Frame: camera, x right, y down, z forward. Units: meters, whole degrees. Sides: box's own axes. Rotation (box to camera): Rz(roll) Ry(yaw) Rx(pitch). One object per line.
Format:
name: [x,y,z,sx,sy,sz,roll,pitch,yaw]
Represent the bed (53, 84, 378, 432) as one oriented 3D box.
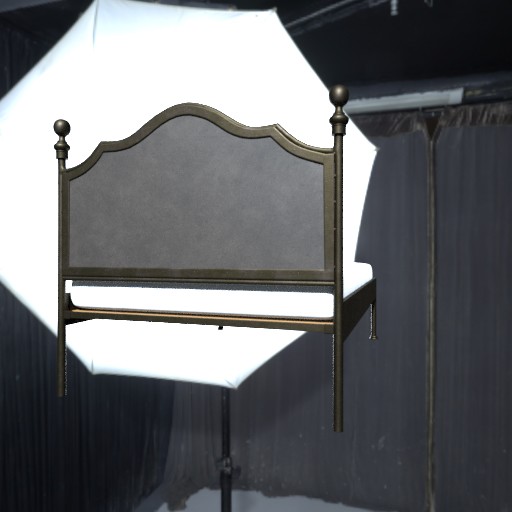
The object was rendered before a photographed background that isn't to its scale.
bed: [0.000,0.000,3.087,1.533,1.462,2.170,0,0,19]
